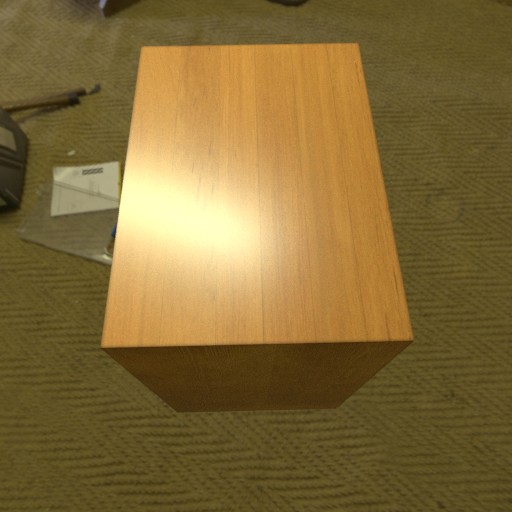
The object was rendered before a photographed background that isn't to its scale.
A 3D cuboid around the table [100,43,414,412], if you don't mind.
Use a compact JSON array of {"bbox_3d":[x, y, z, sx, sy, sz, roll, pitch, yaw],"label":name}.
[{"bbox_3d":[0.000,0.000,0.946,0.400,0.605,0.550,-1,63,-1],"label":"table"}]
